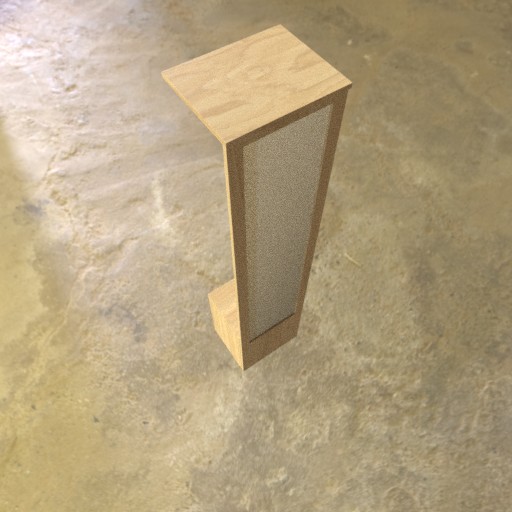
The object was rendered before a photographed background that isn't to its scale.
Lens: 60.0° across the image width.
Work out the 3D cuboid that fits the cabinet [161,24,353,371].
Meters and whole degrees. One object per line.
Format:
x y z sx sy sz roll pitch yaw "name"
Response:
0.000 0.000 2.023 0.411 1.879 0.338 -30 63 -17 "cabinet"
